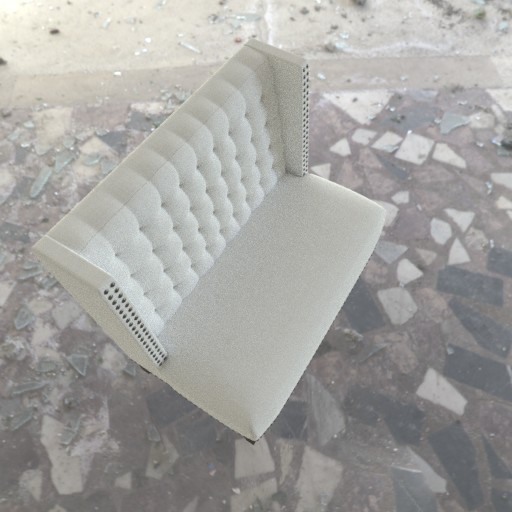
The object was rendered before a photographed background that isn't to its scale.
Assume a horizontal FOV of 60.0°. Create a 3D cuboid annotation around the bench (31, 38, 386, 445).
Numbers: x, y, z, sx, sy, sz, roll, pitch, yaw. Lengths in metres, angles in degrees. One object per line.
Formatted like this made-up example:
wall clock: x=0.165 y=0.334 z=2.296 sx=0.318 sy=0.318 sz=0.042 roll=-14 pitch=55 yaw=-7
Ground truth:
bench: x=0.000 y=0.000 z=1.982 sx=0.847 sy=1.123 sz=1.280 roll=28 pitch=63 yaw=16
